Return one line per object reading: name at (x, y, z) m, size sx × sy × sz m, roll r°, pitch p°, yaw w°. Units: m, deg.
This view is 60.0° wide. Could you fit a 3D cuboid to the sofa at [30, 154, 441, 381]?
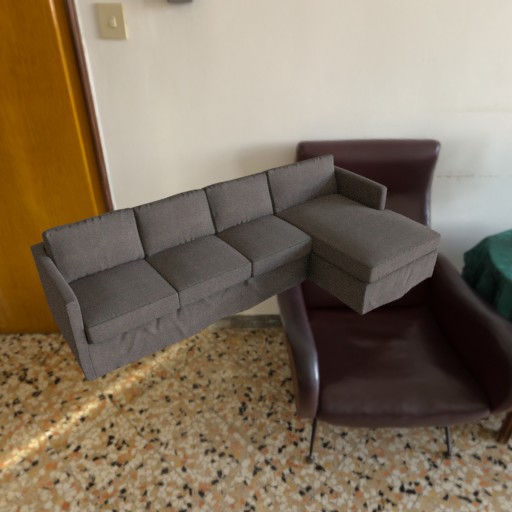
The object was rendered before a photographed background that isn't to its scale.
sofa at (0.000, 0.000, 3.848) m, size 3.205 × 0.922 × 1.650 m, roll -22°, pitch 38°, yaw -31°
